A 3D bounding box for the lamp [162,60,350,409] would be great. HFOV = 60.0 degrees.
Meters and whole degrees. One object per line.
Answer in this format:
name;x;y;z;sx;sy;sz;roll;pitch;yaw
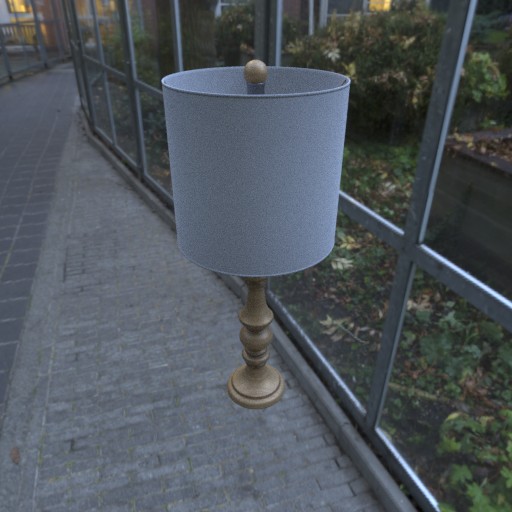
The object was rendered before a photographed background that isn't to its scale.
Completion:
lamp;0.000;0.000;0.734;0.250;0.597;0.250;-2;30;-3
